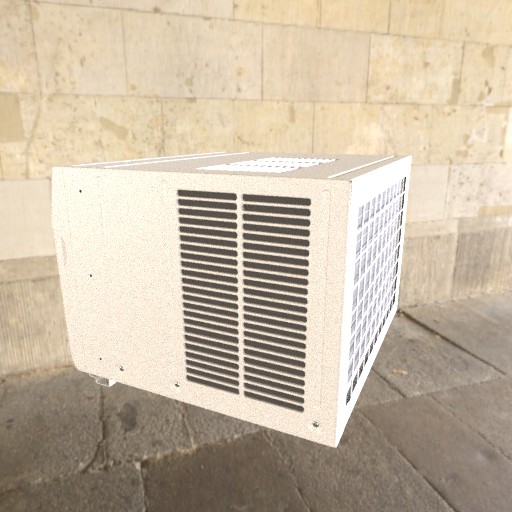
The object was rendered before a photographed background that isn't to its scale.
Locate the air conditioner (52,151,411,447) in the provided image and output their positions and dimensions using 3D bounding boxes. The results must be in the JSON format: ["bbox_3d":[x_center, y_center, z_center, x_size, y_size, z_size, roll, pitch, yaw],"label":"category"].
[{"bbox_3d":[0.000,0.000,1.068,0.599,0.455,0.645,7,18,24],"label":"air conditioner"}]
